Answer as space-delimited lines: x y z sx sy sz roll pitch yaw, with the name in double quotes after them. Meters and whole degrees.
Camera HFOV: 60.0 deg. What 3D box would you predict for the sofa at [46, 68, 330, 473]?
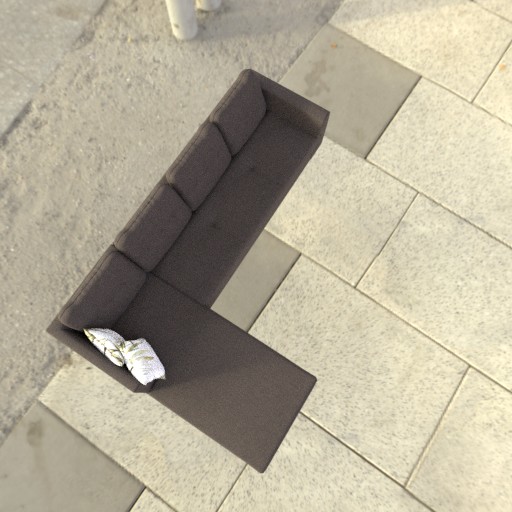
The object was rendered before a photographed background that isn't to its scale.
0.000 0.000 3.575 1.829 0.932 2.679 32 77 8 "sofa"
